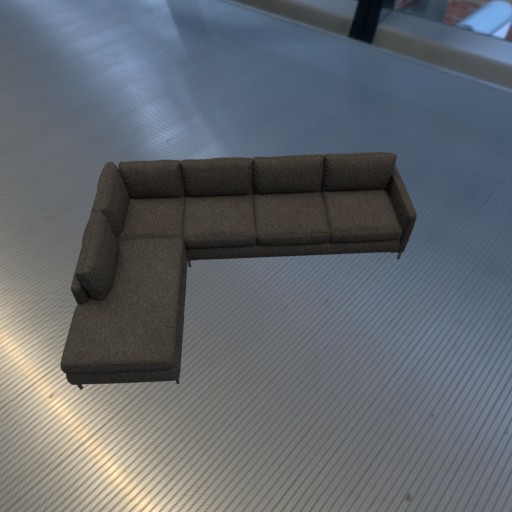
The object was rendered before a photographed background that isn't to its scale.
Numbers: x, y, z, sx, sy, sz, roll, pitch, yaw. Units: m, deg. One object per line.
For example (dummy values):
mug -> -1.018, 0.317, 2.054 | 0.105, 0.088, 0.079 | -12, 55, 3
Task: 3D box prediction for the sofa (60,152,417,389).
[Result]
sofa -> 0.000, 0.000, 3.865 | 2.949, 0.815, 2.007 | -3, 48, -2
